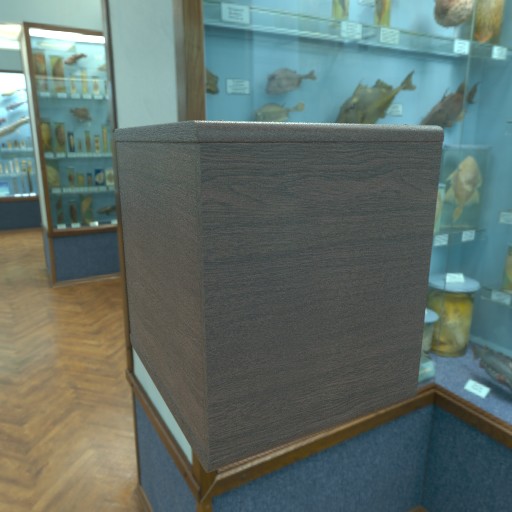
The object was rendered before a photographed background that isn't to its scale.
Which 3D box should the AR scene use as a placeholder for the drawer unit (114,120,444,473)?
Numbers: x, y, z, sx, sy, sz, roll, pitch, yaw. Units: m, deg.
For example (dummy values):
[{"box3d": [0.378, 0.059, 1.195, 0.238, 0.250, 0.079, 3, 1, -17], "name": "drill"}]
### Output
[{"box3d": [0.000, 0.000, 0.612, 0.290, 0.344, 0.344, -8, 17, -27], "name": "drawer unit"}]
